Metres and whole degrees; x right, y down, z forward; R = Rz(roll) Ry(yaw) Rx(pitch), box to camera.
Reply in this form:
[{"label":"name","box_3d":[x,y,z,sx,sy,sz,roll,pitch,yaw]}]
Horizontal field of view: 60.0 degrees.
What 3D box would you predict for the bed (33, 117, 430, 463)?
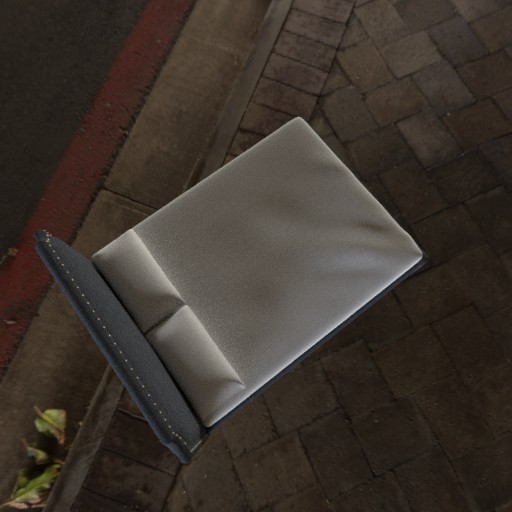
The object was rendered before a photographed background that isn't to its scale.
[{"label":"bed","box_3d":[0.000,0.000,3.411,2.372,1.443,1.713,-36,77,-9]}]
